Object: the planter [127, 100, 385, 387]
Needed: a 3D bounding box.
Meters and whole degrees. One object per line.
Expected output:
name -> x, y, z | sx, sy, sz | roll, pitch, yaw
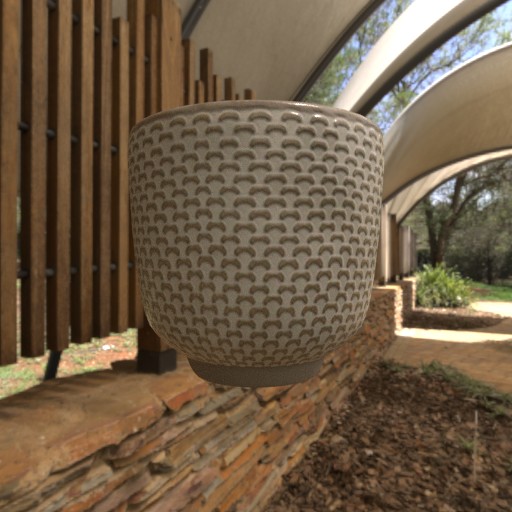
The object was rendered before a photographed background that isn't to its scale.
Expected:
planter -> 0.000, 0.000, 0.310 | 0.173, 0.160, 0.173 | 0, 0, 0
